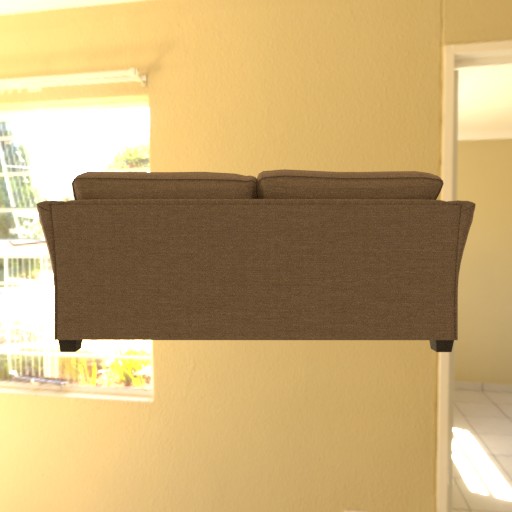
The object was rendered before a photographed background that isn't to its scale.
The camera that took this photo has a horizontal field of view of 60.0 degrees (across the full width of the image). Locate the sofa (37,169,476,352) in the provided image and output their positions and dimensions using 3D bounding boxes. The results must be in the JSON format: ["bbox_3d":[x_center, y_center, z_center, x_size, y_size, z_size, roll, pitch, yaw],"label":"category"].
[{"bbox_3d":[0.000,0.000,2.729,2.270,0.965,0.980,0,2,0],"label":"sofa"}]
